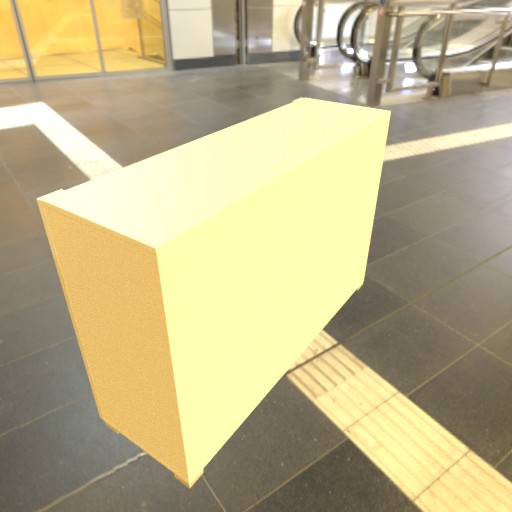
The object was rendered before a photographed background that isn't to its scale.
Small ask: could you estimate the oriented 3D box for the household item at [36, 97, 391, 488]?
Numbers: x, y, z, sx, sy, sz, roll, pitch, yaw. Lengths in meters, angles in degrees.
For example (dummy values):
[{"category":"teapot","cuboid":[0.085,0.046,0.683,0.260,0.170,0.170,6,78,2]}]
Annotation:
[{"category":"household item","cuboid":[0.000,0.000,1.679,0.420,0.867,1.300,21,38,29]}]
